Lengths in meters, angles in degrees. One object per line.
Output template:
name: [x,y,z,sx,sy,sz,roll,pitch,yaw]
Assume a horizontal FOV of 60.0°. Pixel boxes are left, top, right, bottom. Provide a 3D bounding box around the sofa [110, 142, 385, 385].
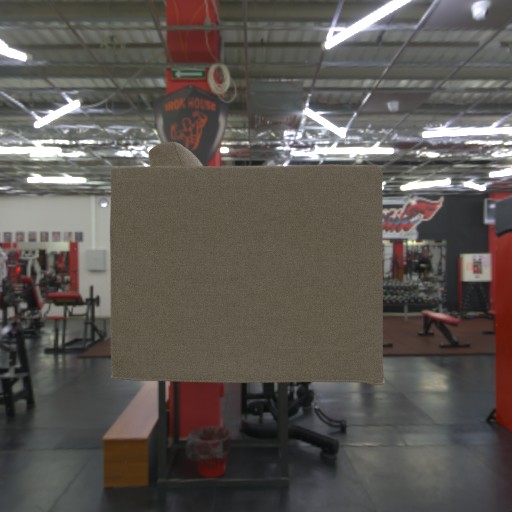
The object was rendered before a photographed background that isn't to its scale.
sofa: [0.000,0.000,2.443,0.956,0.847,1.987,0,0,1]
